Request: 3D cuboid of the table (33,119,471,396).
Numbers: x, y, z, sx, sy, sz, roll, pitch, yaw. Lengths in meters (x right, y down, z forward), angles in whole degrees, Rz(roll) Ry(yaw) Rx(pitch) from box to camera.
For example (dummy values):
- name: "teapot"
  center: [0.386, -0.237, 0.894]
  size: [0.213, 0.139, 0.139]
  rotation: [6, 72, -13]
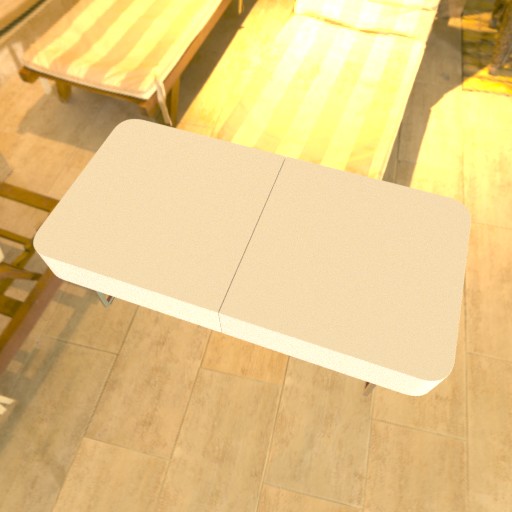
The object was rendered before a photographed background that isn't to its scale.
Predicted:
- name: "table"
  center: [0.000, 0.000, 1.458]
  size: [1.200, 0.340, 0.600]
  rotation: [17, 59, 10]
